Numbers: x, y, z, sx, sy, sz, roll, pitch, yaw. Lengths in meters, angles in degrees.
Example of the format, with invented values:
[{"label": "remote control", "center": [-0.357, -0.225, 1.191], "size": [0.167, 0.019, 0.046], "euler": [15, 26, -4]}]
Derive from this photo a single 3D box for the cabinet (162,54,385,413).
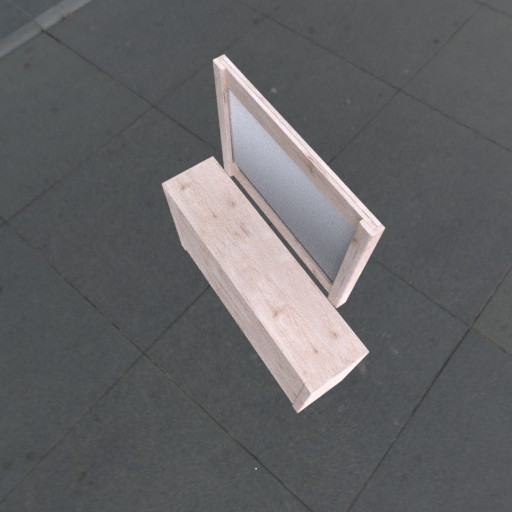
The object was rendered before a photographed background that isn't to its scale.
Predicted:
[{"label": "cabinet", "center": [0.000, 0.000, 2.750], "size": [0.420, 1.981, 1.700], "euler": [-32, 68, -14]}]
